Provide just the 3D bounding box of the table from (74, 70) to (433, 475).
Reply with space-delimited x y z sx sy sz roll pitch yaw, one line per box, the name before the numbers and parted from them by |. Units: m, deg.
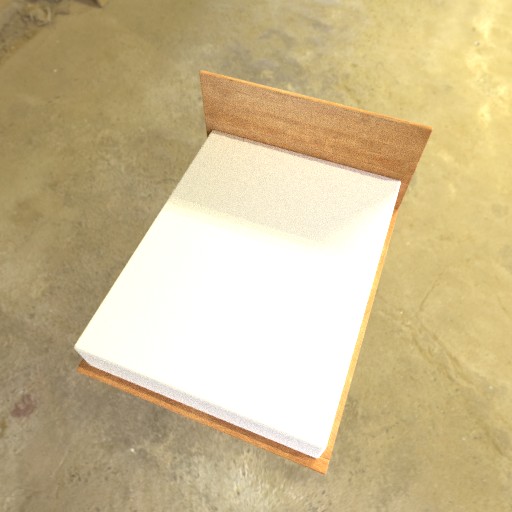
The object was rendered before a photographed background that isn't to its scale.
table | 0.000 0.000 3.024 1.707 1.041 2.149 18 59 11
